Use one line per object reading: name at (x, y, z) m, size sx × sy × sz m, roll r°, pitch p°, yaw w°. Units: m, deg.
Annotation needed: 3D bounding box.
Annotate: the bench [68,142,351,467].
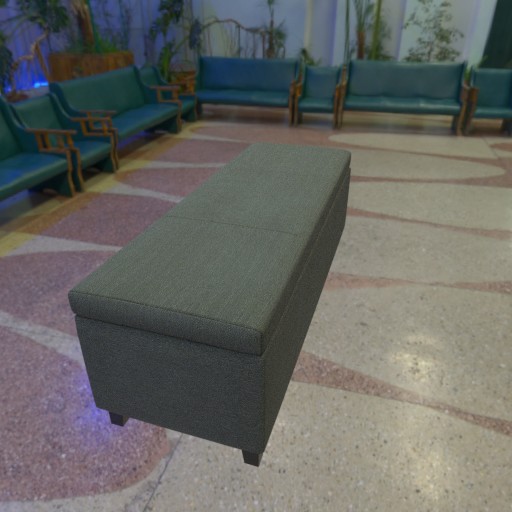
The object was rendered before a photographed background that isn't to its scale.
bench at (0.000, 0.000, 1.485) m, size 0.446 × 0.438 × 1.269 m, roll 9°, pitch 31°, yaw 16°
